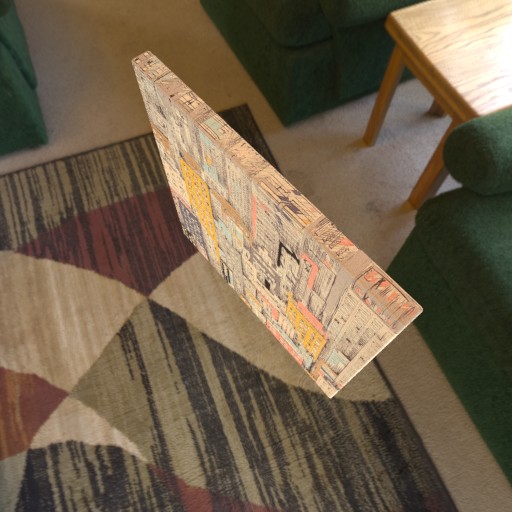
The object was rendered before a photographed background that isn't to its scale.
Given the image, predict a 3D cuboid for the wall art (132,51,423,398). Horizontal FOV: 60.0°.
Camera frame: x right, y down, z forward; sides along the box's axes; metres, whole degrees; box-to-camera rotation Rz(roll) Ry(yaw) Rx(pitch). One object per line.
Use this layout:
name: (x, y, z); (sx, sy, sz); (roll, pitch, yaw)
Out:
wall art: (0.000, 0.000, 0.920); (0.038, 0.608, 0.607); (-37, 70, -16)
